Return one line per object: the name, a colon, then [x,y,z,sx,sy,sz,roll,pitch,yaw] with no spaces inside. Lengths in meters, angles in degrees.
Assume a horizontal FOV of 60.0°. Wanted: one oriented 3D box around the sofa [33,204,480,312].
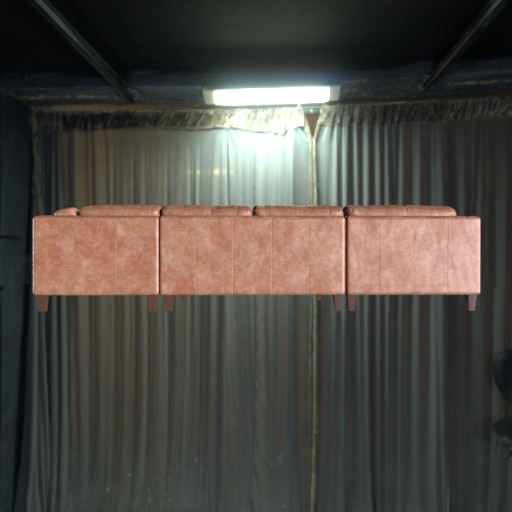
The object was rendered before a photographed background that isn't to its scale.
sofa: [0.000,0.000,4.558,3.401,0.832,2.430,0,0,-1]
